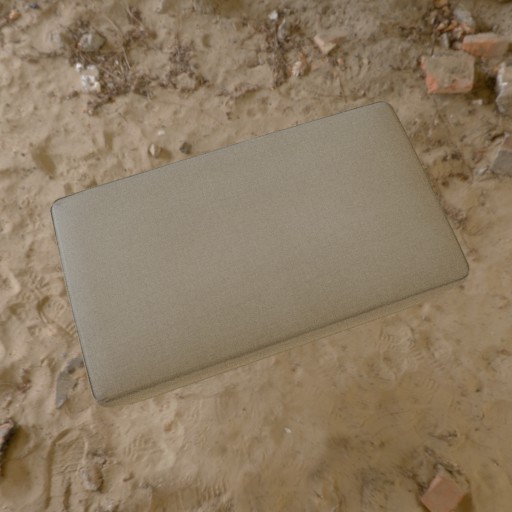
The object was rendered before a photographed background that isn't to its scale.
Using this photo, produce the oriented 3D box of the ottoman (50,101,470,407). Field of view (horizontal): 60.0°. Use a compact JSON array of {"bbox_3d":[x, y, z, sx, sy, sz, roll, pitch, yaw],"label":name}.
[{"bbox_3d":[0.000,0.000,1.430,1.097,0.461,0.617,-18,75,-5],"label":"ottoman"}]
